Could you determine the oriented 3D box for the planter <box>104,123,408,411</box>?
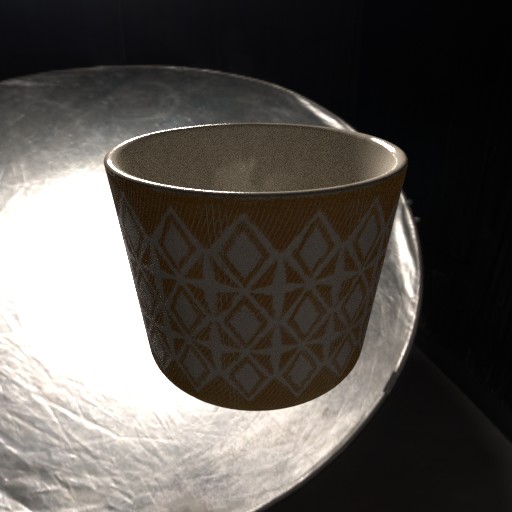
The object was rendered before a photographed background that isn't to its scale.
[{"bbox_3d":[0.000,0.000,0.215,0.126,0.104,0.126,0,26,0],"label":"planter"}]
